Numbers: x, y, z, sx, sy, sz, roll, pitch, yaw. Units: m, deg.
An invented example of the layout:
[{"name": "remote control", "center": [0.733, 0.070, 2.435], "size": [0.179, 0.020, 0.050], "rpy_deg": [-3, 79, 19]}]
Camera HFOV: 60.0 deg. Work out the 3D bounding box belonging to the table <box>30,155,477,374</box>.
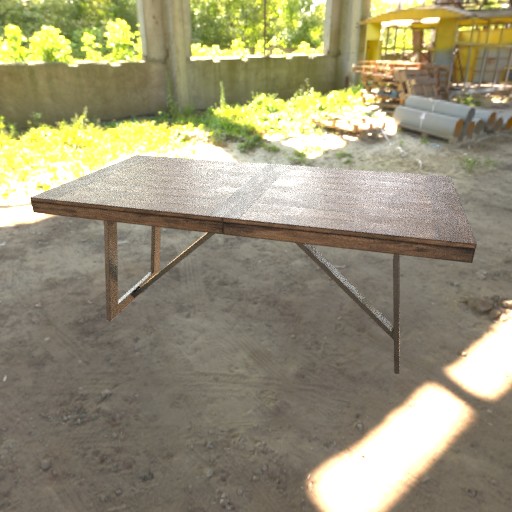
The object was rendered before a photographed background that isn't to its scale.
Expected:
[{"name": "table", "center": [0.000, 0.000, 2.335], "size": [1.867, 0.757, 0.931], "rpy_deg": [7, 26, 15]}]
